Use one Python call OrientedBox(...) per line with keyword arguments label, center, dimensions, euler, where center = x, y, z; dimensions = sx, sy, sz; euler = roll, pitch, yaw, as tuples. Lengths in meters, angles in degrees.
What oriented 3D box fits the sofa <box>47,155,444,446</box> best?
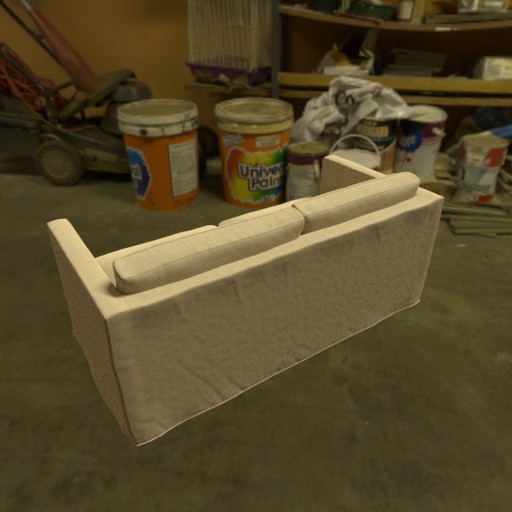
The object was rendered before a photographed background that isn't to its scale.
OrientedBox(label="sofa", center=(0.000, 0.000, 2.488), dimensions=(1.959, 0.835, 0.962), euler=(-19, 36, -29))
